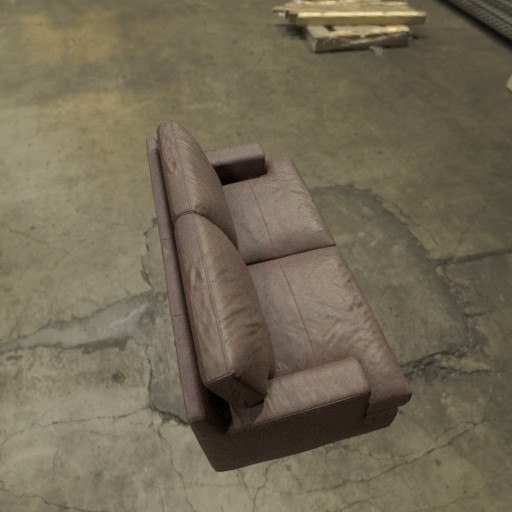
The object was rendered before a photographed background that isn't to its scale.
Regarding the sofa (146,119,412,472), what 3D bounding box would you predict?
[{"bbox_3d":[0.000,0.000,2.844,1.143,0.941,2.261,-10,48,-9],"label":"sofa"}]
